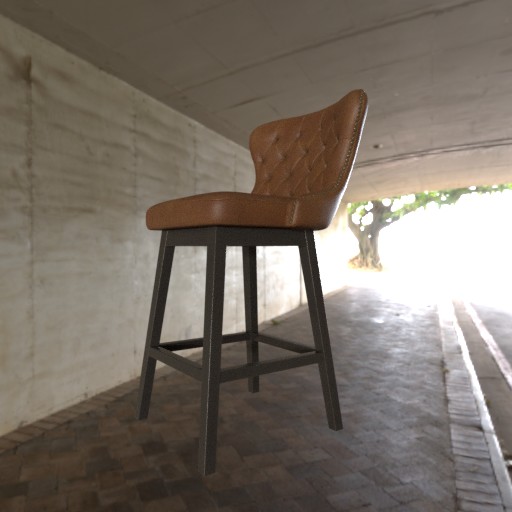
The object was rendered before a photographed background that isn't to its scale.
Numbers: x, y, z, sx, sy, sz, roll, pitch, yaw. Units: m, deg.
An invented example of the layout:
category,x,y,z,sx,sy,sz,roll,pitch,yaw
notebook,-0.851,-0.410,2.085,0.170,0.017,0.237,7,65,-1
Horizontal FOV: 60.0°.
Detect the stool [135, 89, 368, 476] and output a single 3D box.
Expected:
category,x,y,z,sx,sy,sz,roll,pitch,yaw
stool,0.000,0.000,1.324,0.593,0.971,0.528,-1,1,-36
